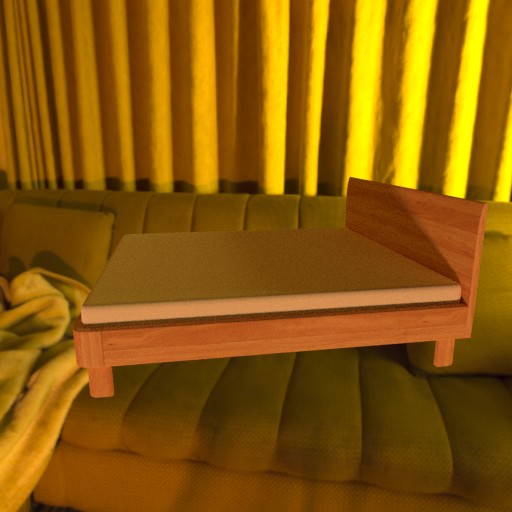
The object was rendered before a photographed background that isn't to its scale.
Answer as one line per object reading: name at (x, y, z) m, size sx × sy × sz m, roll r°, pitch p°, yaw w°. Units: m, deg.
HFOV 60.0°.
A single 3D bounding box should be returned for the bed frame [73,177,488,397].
bed frame at (0.000, 0.000, 3.107) m, size 2.092 × 0.940 × 1.872 m, roll -2°, pitch 14°, yaw -10°
